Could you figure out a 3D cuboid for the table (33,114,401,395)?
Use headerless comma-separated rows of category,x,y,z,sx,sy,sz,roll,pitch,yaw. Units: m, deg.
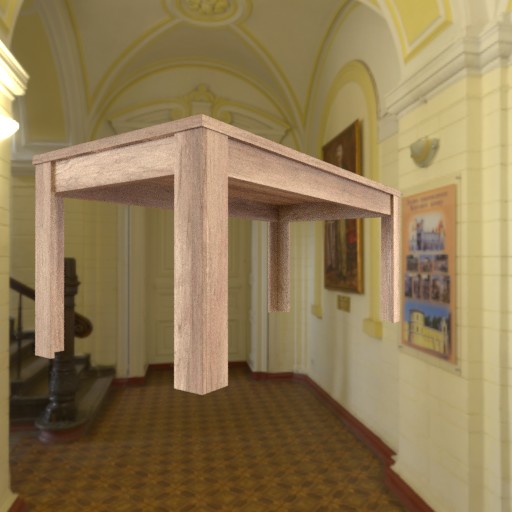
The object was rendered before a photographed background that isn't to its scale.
table,0.000,0.000,2.233,0.900,0.790,1.800,0,0,35
